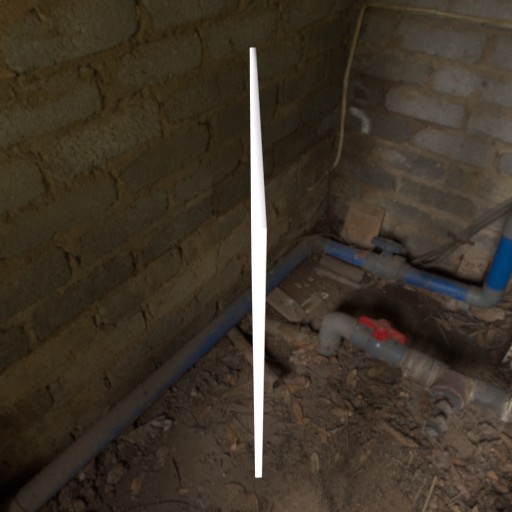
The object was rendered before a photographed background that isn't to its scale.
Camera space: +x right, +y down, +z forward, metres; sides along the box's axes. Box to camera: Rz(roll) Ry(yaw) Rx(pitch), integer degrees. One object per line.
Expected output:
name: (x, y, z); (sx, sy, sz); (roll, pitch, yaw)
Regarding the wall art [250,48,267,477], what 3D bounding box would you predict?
wall art: (0.000, 0.000, 0.850); (0.013, 0.584, 0.584); (-1, 41, -1)
